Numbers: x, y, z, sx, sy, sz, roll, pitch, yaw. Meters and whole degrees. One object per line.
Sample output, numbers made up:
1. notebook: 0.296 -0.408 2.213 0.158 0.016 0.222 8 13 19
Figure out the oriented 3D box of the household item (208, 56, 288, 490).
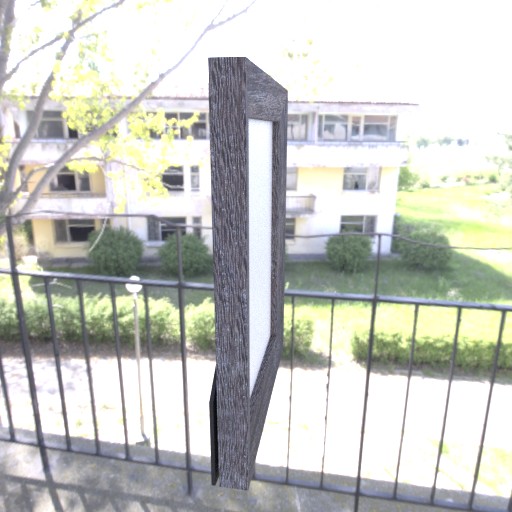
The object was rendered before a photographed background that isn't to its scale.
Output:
1. household item: 0.000 0.000 0.281 0.020 0.210 0.160 3 16 10
